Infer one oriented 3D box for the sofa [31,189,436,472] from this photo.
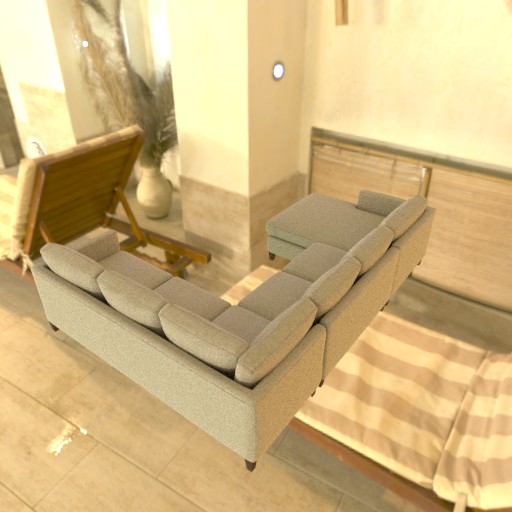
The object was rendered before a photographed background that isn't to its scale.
[{"bbox_3d":[0.000,0.000,4.638,2.593,0.959,3.460,22,38,31],"label":"sofa"}]
